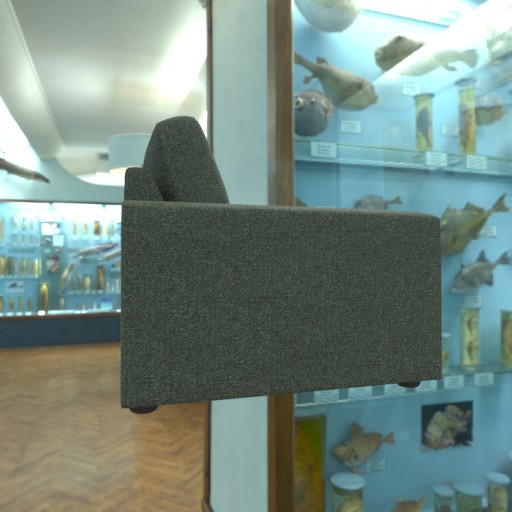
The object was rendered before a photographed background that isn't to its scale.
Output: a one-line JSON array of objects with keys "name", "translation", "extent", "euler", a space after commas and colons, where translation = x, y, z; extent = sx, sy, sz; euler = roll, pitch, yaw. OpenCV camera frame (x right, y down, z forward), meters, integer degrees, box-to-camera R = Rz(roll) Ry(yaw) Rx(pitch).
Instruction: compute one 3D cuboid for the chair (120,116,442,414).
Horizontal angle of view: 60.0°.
[{"name": "chair", "translation": [0.000, 0.000, 1.744], "extent": [1.016, 0.873, 1.005], "euler": [0, -1, -17]}]
